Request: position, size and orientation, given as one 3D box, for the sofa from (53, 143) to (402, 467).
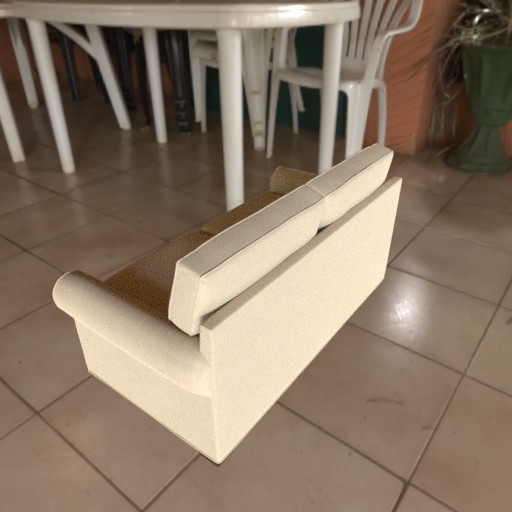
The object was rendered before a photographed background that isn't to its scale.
[{"bbox_3d":[0.000,0.000,2.300,0.861,0.933,1.774,21,37,31],"label":"sofa"}]
